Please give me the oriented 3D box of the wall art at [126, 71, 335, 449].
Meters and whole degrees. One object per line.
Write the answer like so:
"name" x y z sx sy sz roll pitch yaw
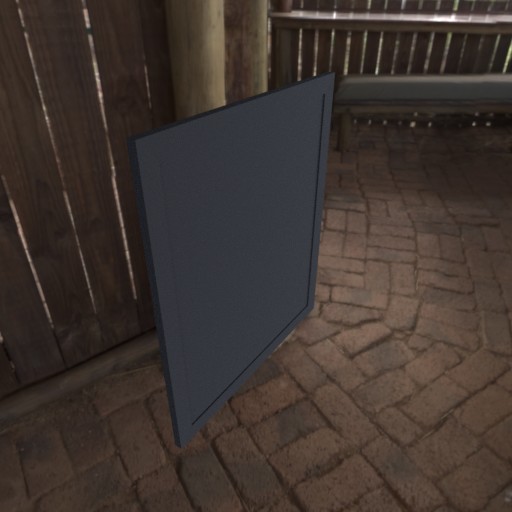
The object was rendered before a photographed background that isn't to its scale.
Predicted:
"wall art" 0.000 0.000 0.521 0.010 0.361 0.311 21 38 29
